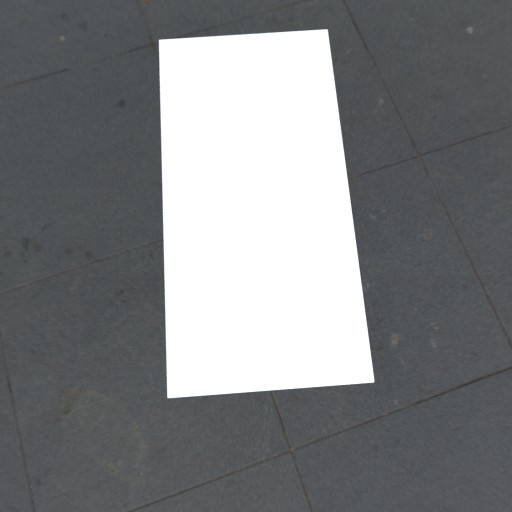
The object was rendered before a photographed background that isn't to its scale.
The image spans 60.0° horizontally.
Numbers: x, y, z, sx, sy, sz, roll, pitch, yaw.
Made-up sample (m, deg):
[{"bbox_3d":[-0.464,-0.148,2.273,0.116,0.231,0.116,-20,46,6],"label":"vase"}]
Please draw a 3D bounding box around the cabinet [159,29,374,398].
[{"bbox_3d":[0.000,0.000,1.098,0.296,0.815,0.600,-4,76,-1],"label":"cabinet"}]
